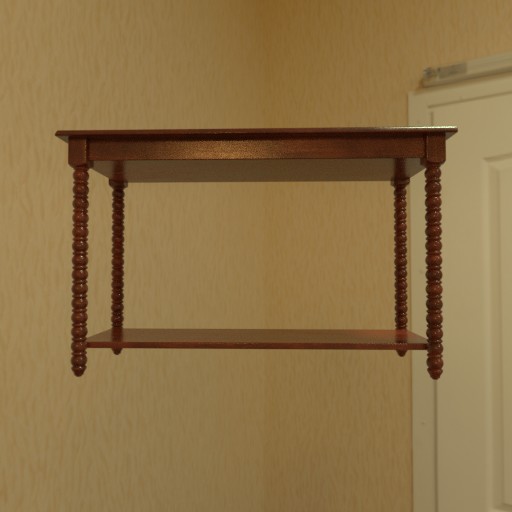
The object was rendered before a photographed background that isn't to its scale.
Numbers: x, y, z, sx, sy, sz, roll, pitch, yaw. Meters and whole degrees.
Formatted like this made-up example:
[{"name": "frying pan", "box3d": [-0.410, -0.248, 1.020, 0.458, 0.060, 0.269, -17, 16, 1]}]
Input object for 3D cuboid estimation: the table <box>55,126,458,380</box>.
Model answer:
[{"name": "table", "box3d": [0.000, 0.000, 1.510, 1.184, 0.740, 0.459, 0, -2, 2]}]
